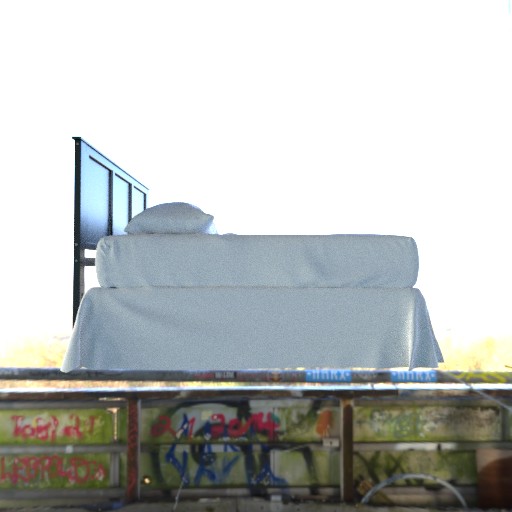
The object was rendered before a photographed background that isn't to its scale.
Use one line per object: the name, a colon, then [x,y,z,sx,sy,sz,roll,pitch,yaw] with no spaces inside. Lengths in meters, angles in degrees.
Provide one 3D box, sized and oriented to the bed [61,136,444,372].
bed: [0.000,0.000,3.233,2.050,1.270,1.870,0,-1,0]
